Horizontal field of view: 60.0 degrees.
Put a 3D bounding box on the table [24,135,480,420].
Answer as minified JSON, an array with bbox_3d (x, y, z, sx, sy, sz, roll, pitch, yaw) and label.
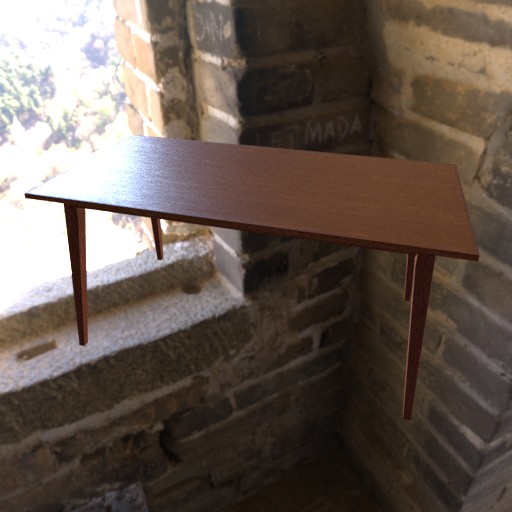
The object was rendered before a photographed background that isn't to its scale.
[{"bbox_3d":[0.000,0.000,2.022,1.609,0.755,0.811,9,33,14],"label":"table"}]
